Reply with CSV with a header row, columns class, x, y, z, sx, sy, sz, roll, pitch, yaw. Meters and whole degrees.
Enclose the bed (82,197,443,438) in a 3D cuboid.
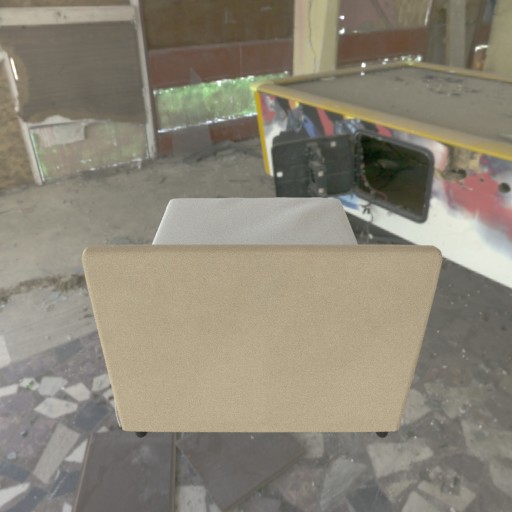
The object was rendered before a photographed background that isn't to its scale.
class,x,y,z,sx,sy,sz,roll,pitch,yaw
bed,0.000,0.000,3.221,1.723,1.330,2.142,0,31,0
